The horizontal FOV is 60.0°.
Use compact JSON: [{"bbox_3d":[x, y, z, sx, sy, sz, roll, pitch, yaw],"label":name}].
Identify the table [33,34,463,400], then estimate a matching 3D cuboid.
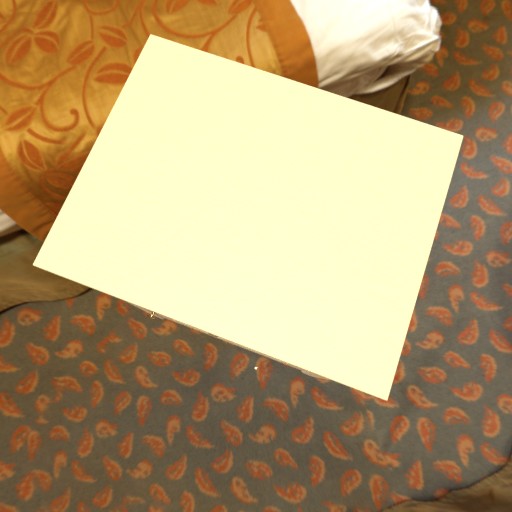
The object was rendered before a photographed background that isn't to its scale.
[{"bbox_3d":[0.000,0.000,0.907,0.480,0.635,0.381,20,77,5],"label":"table"}]
